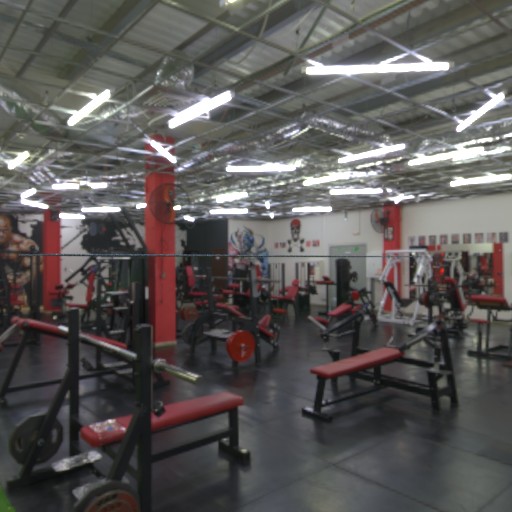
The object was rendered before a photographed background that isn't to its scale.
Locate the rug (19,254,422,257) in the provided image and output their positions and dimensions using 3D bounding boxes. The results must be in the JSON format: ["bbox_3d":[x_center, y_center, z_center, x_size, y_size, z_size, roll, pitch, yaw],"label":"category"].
[{"bbox_3d":[0.000,0.000,2.665,2.443,0.008,0.688,0,0,-38],"label":"rug"}]
